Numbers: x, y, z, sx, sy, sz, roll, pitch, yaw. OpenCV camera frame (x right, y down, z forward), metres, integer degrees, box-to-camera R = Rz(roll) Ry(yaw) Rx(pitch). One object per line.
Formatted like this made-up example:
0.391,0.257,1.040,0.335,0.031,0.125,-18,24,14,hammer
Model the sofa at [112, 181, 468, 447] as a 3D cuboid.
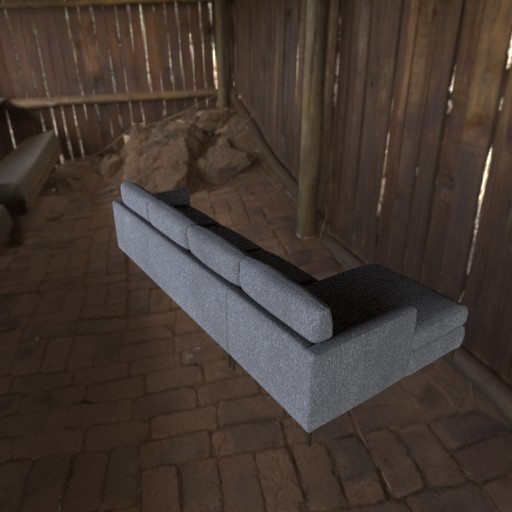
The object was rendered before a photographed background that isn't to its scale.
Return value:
0.000,0.000,3.576,1.350,0.810,2.932,-17,30,-31,sofa
